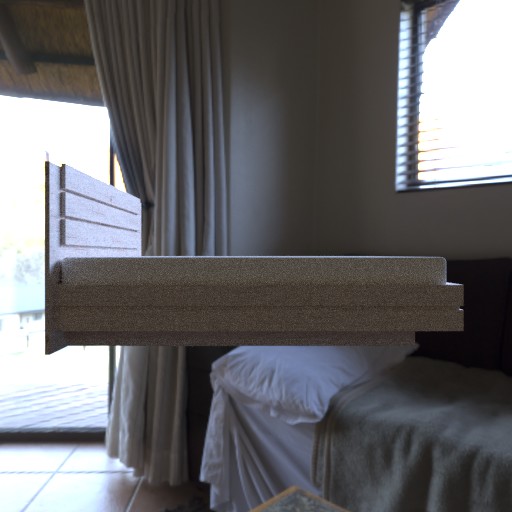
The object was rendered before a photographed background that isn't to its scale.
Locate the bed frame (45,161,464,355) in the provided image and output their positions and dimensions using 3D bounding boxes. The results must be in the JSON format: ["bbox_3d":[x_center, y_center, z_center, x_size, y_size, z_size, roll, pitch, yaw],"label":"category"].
[{"bbox_3d":[0.000,0.000,3.055,2.080,0.970,1.750,0,0,0],"label":"bed frame"}]
